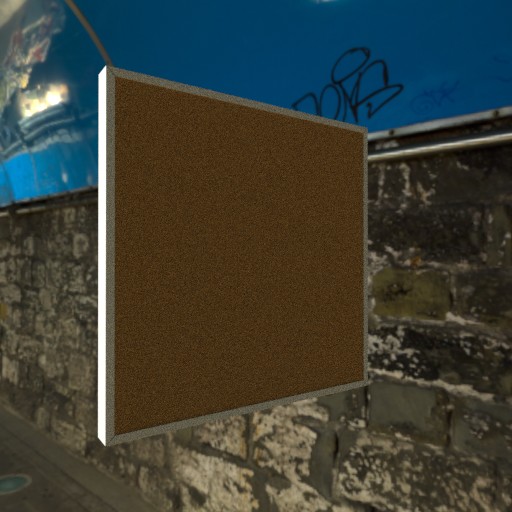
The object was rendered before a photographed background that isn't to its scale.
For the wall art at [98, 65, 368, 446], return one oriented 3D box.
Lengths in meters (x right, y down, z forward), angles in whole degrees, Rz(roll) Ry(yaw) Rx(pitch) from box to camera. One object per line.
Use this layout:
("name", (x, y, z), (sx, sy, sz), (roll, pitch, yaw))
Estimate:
("wall art", (0.000, 0.000, 0.747), (0.508, 0.508, 0.037), (0, 0, -34))
